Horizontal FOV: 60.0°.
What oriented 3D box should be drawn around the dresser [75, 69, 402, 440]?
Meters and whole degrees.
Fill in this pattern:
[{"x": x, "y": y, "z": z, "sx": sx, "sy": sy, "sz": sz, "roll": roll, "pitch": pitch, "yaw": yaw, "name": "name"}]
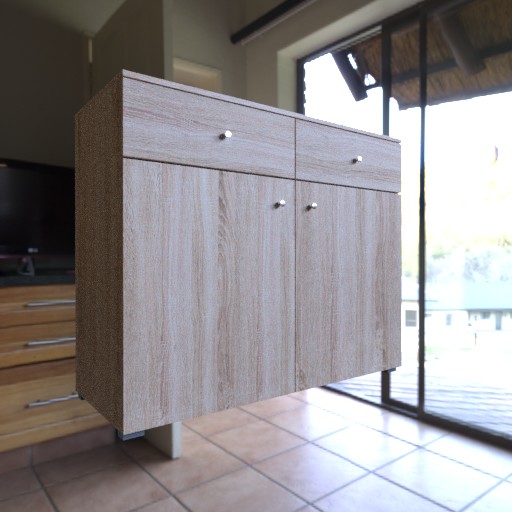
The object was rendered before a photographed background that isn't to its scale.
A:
[{"x": 0.000, "y": 0.000, "z": 1.558, "sx": 1.100, "sy": 0.900, "sz": 0.450, "roll": 0, "pitch": 0, "yaw": -36, "name": "dresser"}]
